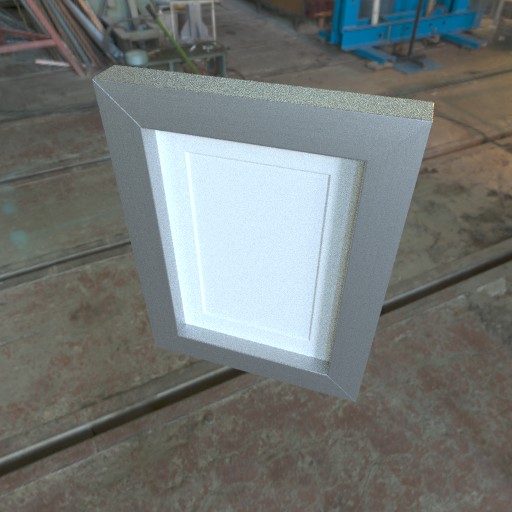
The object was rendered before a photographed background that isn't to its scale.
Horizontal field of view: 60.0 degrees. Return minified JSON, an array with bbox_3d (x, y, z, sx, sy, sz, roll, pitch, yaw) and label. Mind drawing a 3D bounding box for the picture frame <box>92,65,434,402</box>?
[{"bbox_3d":[0.000,0.000,0.273,0.157,0.208,0.028,12,42,14],"label":"picture frame"}]
